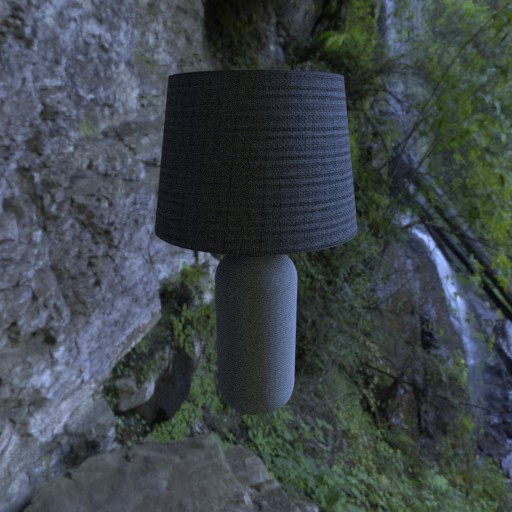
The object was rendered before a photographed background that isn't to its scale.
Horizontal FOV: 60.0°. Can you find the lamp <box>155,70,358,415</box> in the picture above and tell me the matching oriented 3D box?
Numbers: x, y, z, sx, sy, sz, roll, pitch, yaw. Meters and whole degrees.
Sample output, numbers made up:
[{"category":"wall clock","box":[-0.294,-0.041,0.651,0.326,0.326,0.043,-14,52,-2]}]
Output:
[{"category":"lamp","box":[0.000,0.000,0.574,0.251,0.429,0.251,0,18,0]}]
